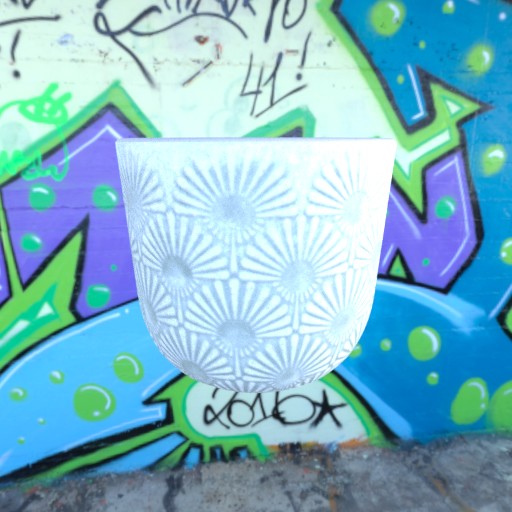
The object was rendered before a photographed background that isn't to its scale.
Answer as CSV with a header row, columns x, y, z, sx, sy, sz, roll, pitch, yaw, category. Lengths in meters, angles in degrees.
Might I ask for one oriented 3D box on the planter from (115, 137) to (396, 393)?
x,y,z,sx,sy,sz,roll,pitch,yaw,category
0.000,0.000,0.298,0.170,0.152,0.170,0,14,0,planter
